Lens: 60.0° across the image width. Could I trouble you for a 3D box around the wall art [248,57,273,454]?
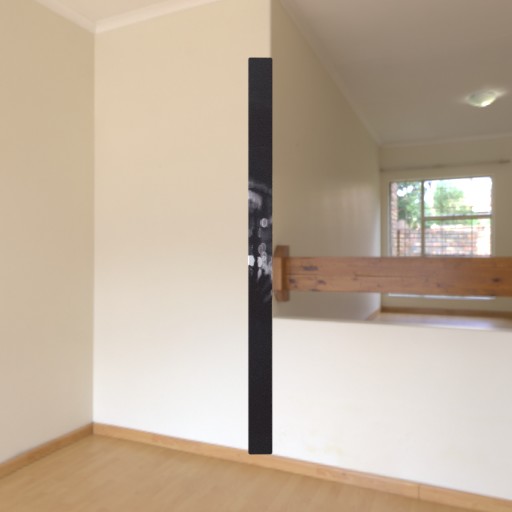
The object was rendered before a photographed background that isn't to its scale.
[{"bbox_3d":[0.000,0.000,1.135,0.038,0.609,0.914,0,0,-1],"label":"wall art"}]
